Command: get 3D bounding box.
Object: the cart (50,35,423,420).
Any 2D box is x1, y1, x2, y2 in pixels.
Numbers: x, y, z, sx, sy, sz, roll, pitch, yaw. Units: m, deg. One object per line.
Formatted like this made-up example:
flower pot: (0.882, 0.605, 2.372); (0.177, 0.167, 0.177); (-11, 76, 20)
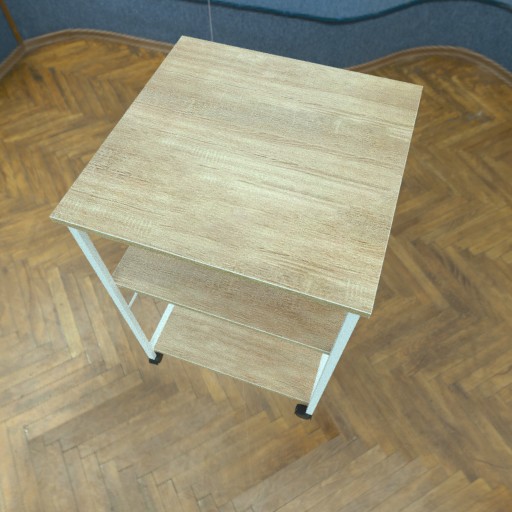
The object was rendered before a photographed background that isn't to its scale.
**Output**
cart: (0.000, 0.000, 1.118); (0.521, 0.762, 0.520); (16, 60, 10)
